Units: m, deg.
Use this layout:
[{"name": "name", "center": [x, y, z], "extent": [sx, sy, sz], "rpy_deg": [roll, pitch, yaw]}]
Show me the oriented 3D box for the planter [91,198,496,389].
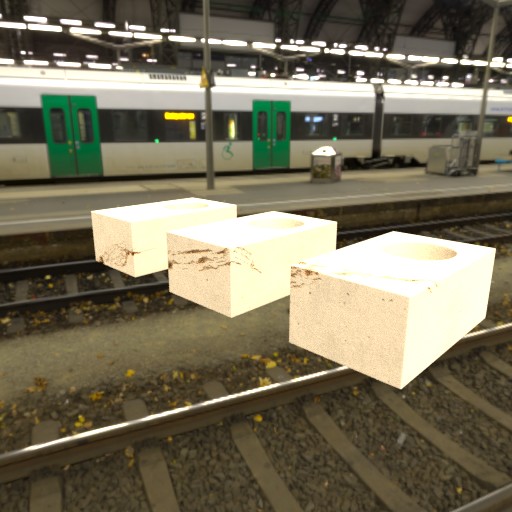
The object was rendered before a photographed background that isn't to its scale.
[{"name": "planter", "center": [0.000, 0.000, 0.377], "extent": [0.333, 0.051, 0.127], "rpy_deg": [15, 22, 42]}]
